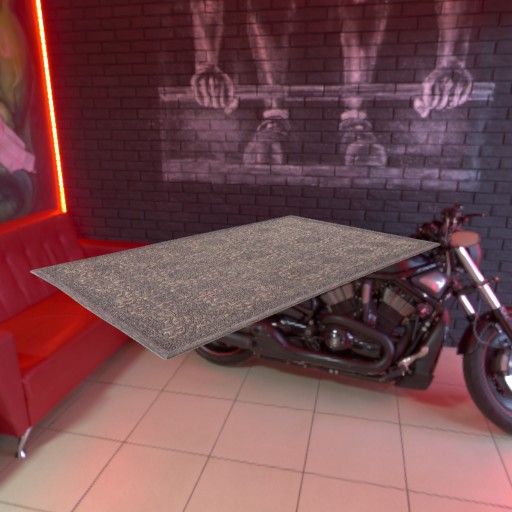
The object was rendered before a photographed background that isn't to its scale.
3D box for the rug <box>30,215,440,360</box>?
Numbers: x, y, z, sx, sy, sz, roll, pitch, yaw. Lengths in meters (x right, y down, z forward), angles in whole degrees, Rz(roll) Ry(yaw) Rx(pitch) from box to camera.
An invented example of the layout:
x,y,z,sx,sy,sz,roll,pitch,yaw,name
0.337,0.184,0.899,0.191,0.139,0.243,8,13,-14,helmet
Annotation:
x,y,z,sx,sy,sz,roll,pitch,yaw,name
0.000,0.000,3.103,2.498,0.022,1.535,-16,23,-42,rug
